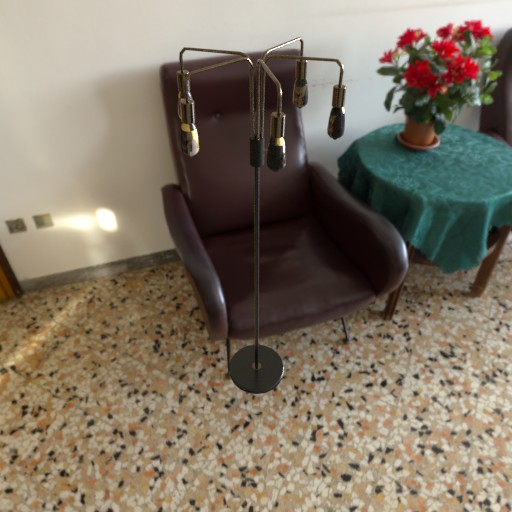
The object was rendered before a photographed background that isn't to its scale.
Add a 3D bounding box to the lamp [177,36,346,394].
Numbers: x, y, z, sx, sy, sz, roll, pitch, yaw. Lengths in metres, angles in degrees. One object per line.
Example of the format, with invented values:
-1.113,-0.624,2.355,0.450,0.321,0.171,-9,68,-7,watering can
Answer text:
0.000,0.000,1.980,0.572,1.721,0.599,26,47,26,lamp
